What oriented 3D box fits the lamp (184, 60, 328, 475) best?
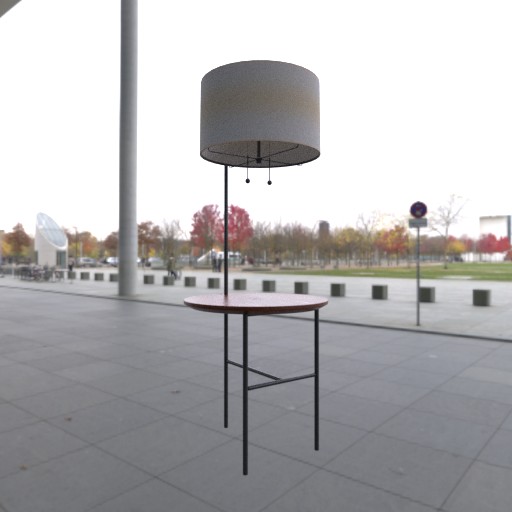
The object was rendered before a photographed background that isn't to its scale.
[{"bbox_3d":[0.000,0.000,1.779,0.573,1.517,0.573,0,0,0],"label":"lamp"}]
